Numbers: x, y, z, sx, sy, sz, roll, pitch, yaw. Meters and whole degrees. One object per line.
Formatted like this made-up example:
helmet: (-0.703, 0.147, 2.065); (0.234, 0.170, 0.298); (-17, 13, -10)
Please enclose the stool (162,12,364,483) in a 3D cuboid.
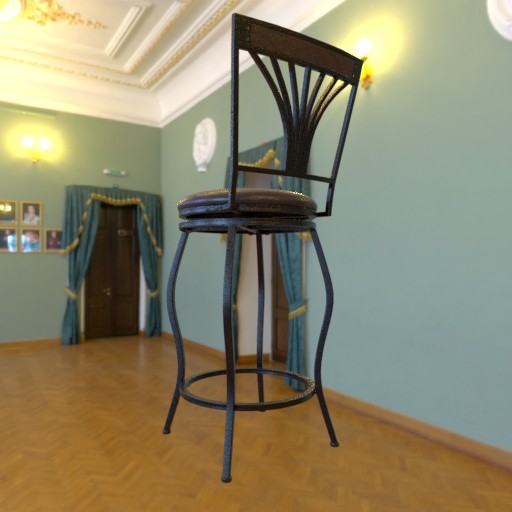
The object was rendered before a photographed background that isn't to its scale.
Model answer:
stool: (0.000, 0.000, 1.322); (0.433, 1.117, 0.514); (0, -1, -34)
